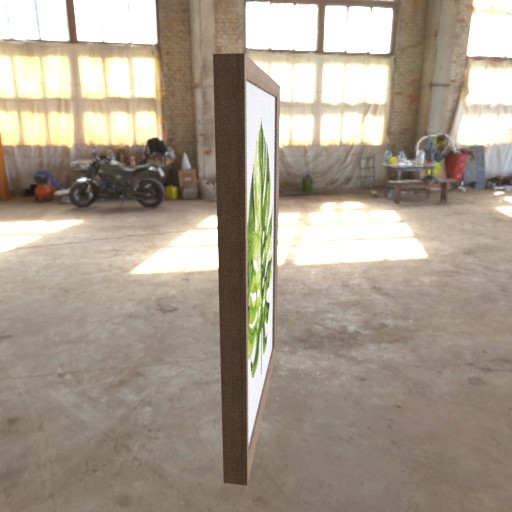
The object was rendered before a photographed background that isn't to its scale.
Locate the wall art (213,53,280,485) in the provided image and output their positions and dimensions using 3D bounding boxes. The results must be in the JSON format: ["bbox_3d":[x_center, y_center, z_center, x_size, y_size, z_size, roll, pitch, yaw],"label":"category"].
[{"bbox_3d":[0.000,0.000,0.666,0.031,0.509,0.356,2,16,8],"label":"wall art"}]
